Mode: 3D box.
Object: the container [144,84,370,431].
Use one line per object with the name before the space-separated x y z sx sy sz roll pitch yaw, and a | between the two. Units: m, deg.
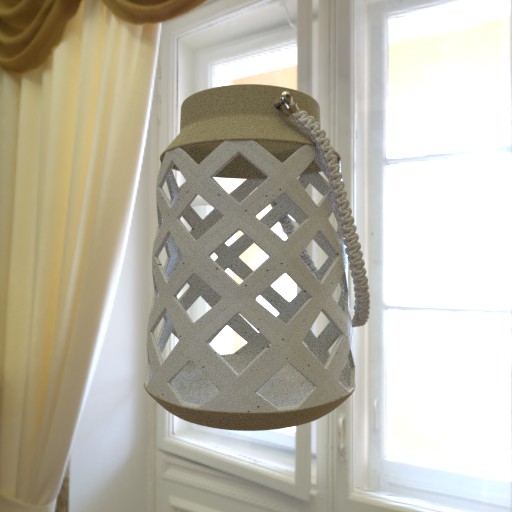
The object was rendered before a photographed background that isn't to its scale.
container | 0.000 0.000 0.350 0.172 0.229 0.163 0 0 -17
